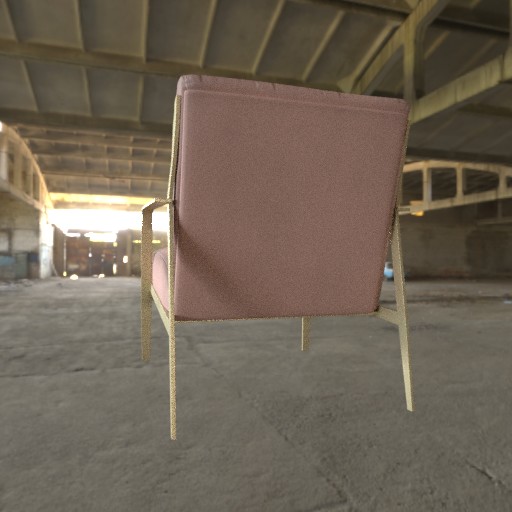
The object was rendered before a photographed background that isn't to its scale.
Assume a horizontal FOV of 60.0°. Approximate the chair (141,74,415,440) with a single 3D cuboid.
[{"bbox_3d":[0.000,0.000,1.455,0.701,0.823,0.848,0,0,-17],"label":"chair"}]
